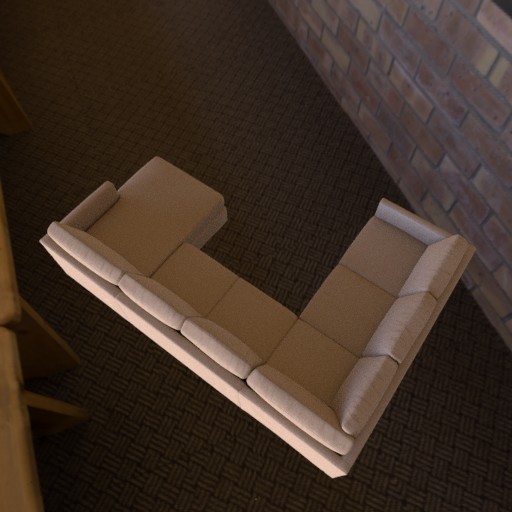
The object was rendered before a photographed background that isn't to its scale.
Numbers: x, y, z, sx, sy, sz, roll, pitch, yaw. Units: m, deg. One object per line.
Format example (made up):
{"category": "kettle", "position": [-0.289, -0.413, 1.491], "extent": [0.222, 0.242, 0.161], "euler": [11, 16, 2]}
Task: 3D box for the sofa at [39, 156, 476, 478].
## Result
{"category": "sofa", "position": [0.000, 0.000, 4.460], "extent": [3.460, 0.882, 2.427], "euler": [33, 66, 17]}
